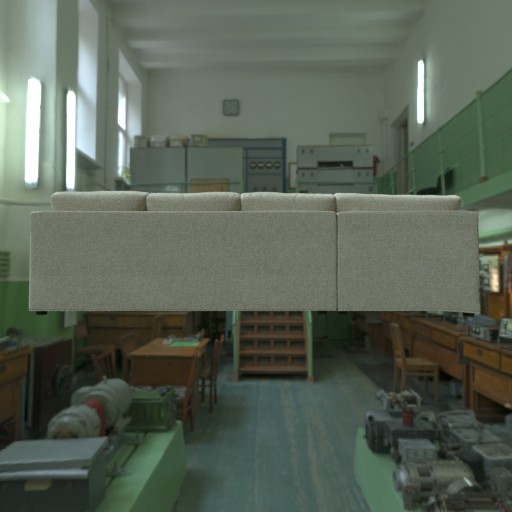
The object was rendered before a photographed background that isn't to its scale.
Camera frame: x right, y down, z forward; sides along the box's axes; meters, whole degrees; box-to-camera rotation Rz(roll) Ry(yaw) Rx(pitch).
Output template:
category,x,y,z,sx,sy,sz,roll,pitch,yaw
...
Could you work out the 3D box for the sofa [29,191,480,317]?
category,x,y,z,sx,sy,sz,roll,pitch,yaw
sofa,0.000,0.000,3.924,3.205,0.922,1.650,0,-2,-1
